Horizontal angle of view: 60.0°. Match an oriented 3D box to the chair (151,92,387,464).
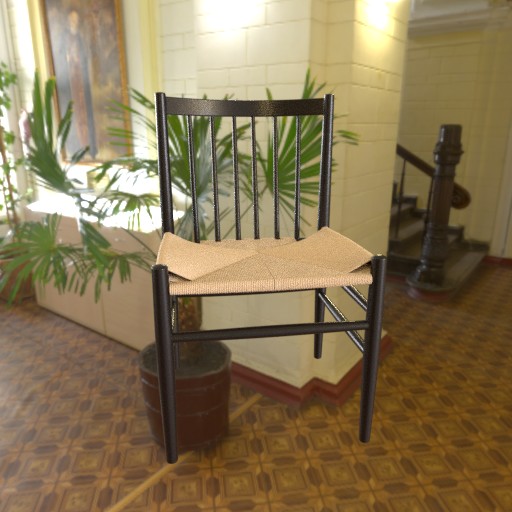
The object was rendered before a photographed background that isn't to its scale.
[{"bbox_3d":[0.000,0.000,1.153,0.495,0.818,0.516,-2,17,-8],"label":"chair"}]
